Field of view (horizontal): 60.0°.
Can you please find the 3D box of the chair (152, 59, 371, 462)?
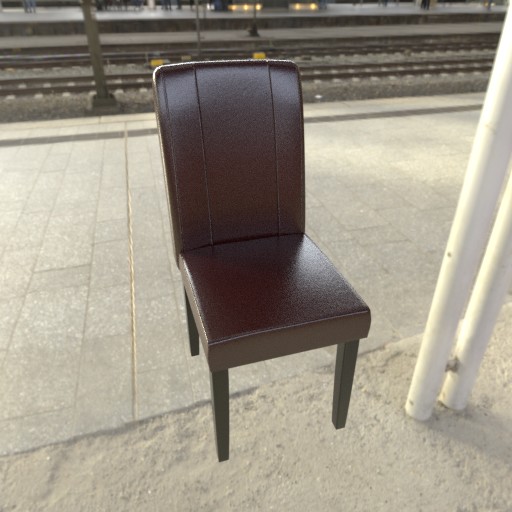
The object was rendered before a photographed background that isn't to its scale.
[{"bbox_3d":[0.000,0.000,1.180,0.399,0.897,0.556,-9,32,-15],"label":"chair"}]
